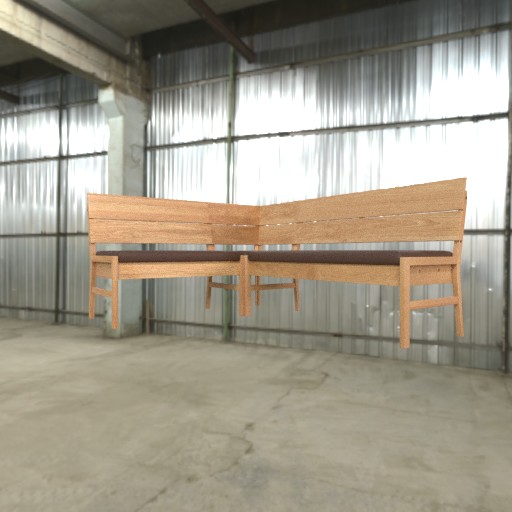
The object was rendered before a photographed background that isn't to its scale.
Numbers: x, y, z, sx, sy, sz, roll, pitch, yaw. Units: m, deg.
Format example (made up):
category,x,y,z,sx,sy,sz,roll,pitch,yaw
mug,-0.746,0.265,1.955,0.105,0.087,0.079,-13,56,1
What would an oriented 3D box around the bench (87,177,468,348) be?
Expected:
category,x,y,z,sx,sy,sz,roll,pitch,yaw
bench,0.000,0.000,2.832,1.549,0.890,1.975,0,1,-37
